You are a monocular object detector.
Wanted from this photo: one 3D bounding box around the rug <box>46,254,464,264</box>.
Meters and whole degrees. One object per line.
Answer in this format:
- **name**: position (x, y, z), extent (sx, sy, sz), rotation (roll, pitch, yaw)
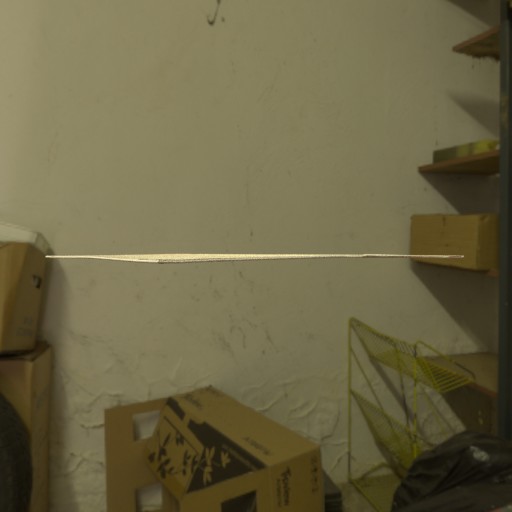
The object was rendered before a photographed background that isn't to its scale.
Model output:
- **rug**: position (0.000, 0.000, 4.242), extent (3.202, 0.045, 2.434), rotation (0, 1, -38)
